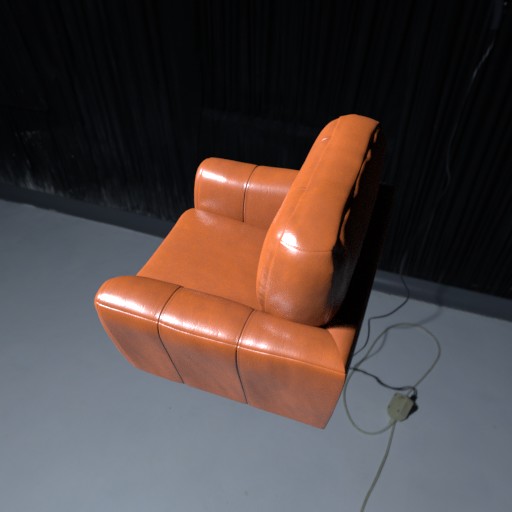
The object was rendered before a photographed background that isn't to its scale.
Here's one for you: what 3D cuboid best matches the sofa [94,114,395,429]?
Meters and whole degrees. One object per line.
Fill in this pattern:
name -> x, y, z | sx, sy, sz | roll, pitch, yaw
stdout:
sofa -> 0.000, 0.000, 1.512 | 0.789, 0.876, 0.836 | 15, 48, 14
